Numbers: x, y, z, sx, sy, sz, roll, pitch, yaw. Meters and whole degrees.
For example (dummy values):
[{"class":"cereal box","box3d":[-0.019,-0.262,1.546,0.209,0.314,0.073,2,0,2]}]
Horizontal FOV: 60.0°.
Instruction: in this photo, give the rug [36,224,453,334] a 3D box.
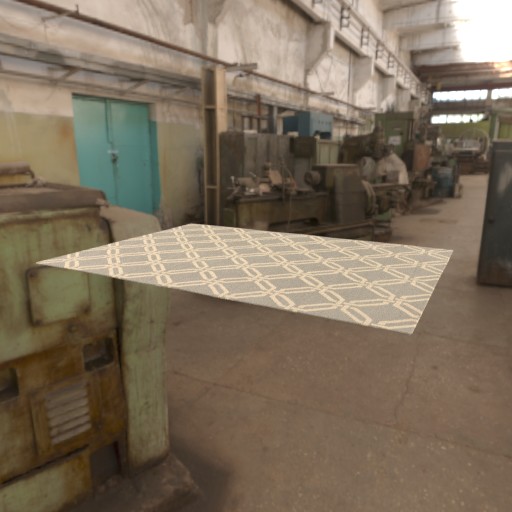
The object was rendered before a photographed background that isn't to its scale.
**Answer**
[{"class":"rug","box3d":[0.000,0.000,2.764,2.133,0.013,1.522,7,16,28]}]
